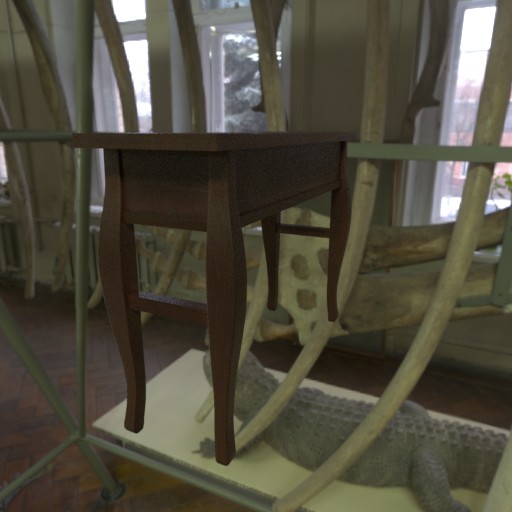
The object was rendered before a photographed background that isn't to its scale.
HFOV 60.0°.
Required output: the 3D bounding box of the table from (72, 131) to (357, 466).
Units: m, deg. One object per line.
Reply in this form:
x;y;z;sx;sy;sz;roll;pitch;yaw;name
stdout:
0.000;0.000;1.427;0.373;0.768;1.062;7;18;25;table
